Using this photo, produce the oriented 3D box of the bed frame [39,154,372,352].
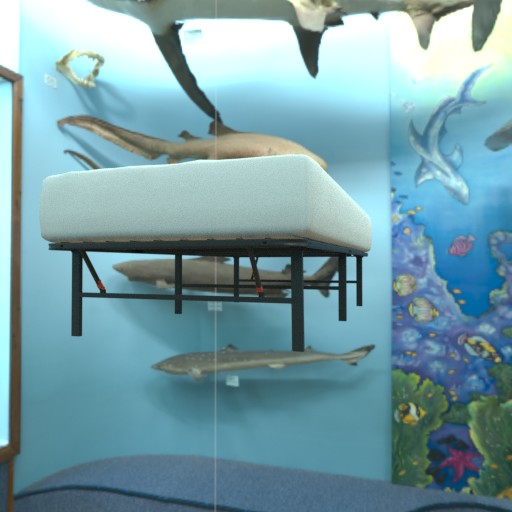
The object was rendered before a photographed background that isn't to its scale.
[{"bbox_3d":[0.000,0.000,2.324,1.025,0.640,1.908,0,-1,20],"label":"bed frame"}]
